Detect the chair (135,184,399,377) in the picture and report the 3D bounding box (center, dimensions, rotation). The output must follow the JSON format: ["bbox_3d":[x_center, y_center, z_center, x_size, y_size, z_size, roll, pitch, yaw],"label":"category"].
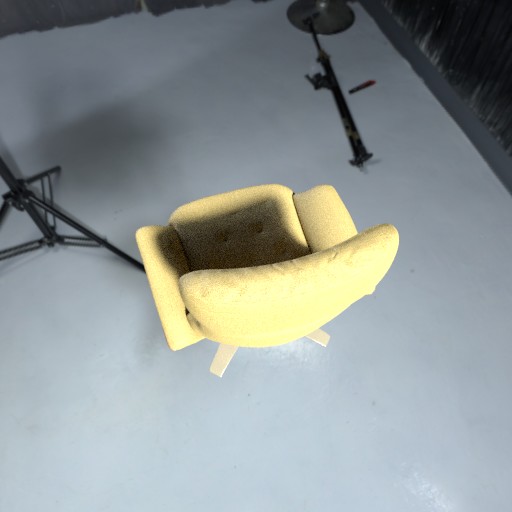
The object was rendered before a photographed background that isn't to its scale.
[{"bbox_3d":[0.000,0.000,1.574,0.785,0.995,0.837,-15,60,-9],"label":"chair"}]
